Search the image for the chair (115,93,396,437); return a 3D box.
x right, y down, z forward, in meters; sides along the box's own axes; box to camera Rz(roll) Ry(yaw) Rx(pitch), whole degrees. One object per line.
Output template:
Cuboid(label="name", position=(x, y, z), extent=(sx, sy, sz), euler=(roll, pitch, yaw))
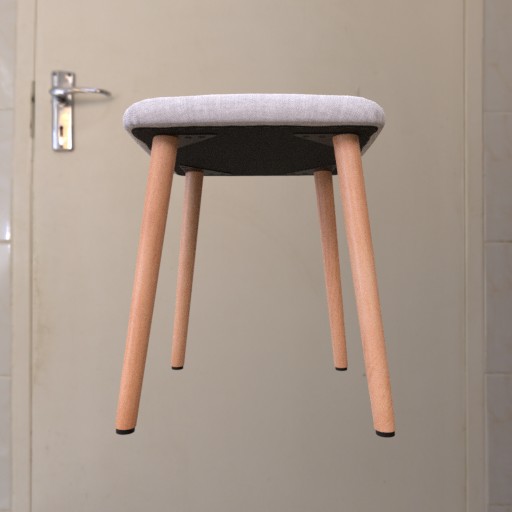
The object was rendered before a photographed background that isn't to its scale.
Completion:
Cuboid(label="chair", position=(0.000, 0.000, 0.710), extent=(0.350, 0.440, 0.350), euler=(0, 0, 1))
